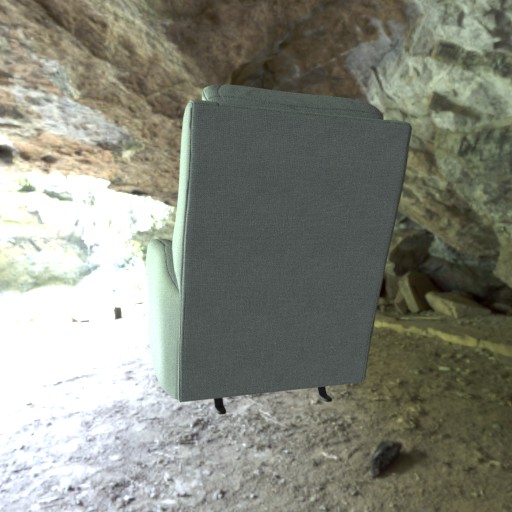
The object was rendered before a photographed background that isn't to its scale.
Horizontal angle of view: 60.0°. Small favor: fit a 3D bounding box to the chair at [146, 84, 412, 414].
[{"bbox_3d":[0.000,0.000,1.763,0.829,1.030,1.080,0,1,-18],"label":"chair"}]
